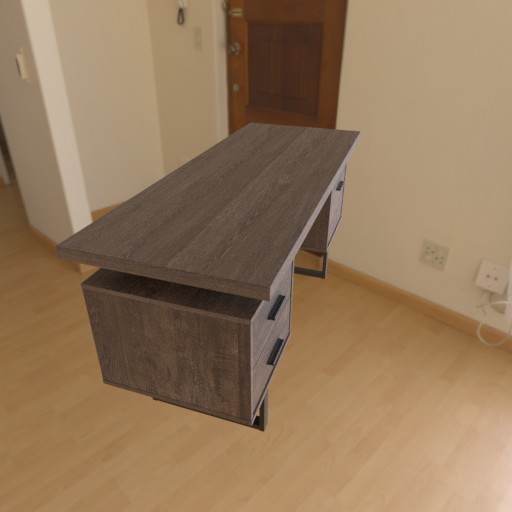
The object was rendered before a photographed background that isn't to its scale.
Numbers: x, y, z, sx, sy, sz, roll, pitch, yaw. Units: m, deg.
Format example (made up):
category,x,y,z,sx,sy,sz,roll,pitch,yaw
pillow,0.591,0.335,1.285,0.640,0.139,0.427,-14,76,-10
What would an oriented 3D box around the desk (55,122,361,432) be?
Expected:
category,x,y,z,sx,sy,sz,roll,pitch,yaw
desk,0.000,0.000,1.907,0.600,0.760,1.524,10,31,17
